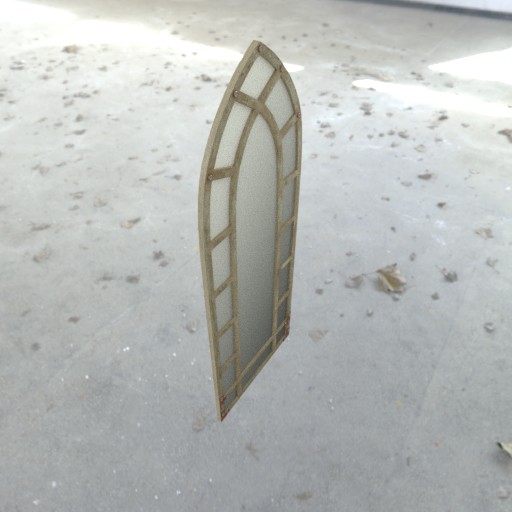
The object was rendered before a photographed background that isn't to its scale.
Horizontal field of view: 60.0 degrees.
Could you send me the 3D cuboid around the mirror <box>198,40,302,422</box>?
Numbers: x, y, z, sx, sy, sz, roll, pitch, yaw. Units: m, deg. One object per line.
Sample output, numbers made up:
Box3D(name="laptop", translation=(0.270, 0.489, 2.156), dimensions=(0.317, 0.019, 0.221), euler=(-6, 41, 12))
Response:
Box3D(name="mirror", translation=(0.000, 0.000, 1.298), dimensions=(0.025, 1.175, 0.464), euler=(23, 46, 25))
